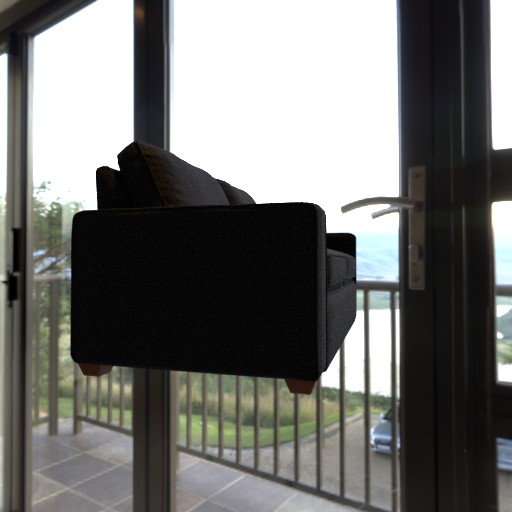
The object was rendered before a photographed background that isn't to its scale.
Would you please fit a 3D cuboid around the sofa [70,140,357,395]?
[{"bbox_3d":[0.000,0.000,2.306,0.947,0.918,1.709,0,-1,17],"label":"sofa"}]
